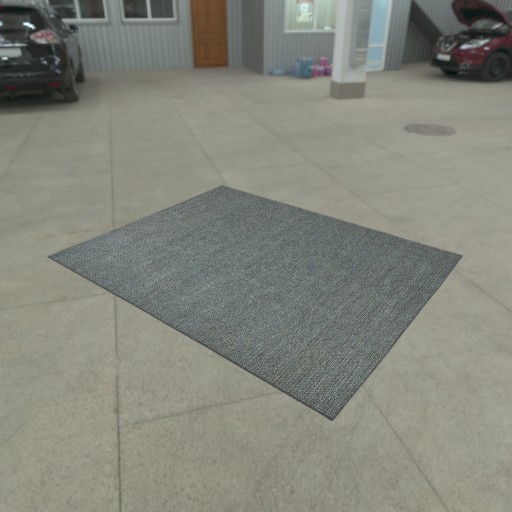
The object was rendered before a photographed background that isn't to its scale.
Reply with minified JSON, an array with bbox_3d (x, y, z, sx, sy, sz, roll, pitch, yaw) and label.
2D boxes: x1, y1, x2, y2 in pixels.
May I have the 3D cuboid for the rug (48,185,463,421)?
[{"bbox_3d":[0.000,0.000,4.173,3.068,0.021,2.456,21,36,33],"label":"rug"}]
